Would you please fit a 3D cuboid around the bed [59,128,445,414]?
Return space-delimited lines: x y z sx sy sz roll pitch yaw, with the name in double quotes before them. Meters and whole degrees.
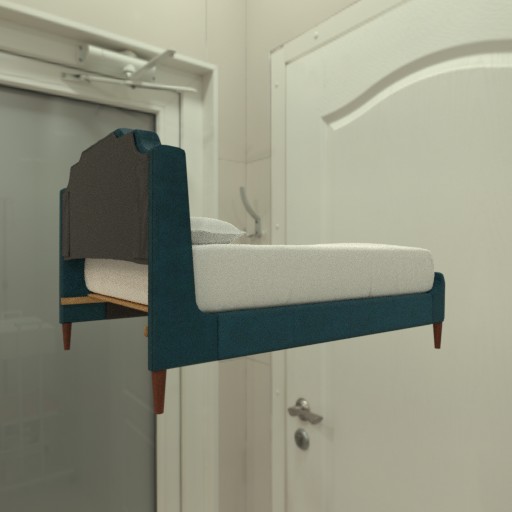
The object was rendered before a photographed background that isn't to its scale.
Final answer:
"bed" 0.000 0.000 3.231 2.322 1.351 1.676 0 1 -37
